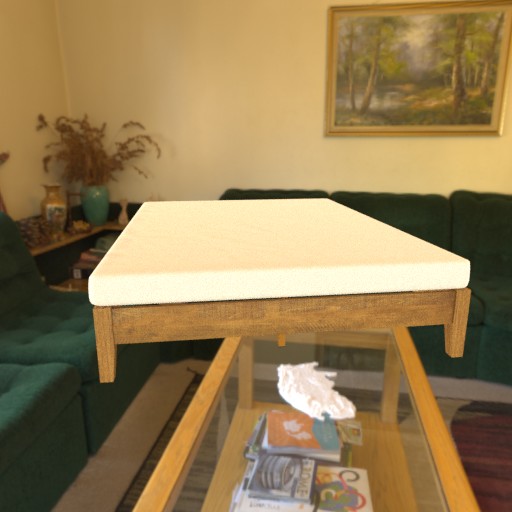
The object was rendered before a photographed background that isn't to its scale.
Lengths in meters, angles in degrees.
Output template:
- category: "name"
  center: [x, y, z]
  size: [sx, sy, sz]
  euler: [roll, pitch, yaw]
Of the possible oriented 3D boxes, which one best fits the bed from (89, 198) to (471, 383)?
- category: "bed"
  center: [0.000, 0.000, 2.722]
  size: [1.536, 0.431, 2.016]
  euler: [-2, 15, -8]
